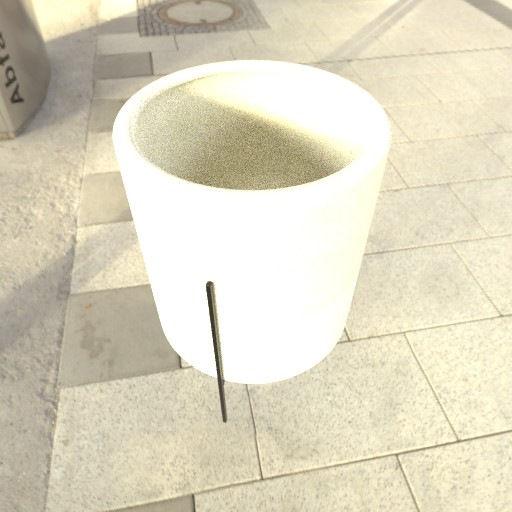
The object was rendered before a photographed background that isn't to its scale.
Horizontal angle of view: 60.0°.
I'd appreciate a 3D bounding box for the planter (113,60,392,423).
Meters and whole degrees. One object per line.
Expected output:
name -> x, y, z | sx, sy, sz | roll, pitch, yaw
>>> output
planter -> 0.000, 0.000, 0.697 | 0.333, 0.483, 0.324 | -9, 47, -9
